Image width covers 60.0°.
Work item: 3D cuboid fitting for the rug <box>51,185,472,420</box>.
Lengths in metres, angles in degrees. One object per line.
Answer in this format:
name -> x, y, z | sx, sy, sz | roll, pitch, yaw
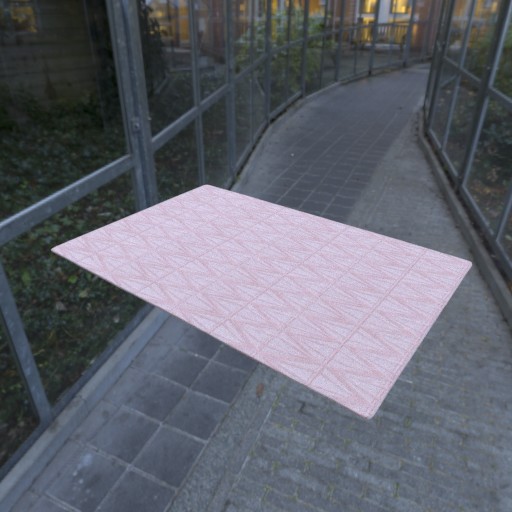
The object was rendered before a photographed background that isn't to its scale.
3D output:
rug -> 0.000, 0.000, 2.994 | 2.390, 0.015, 1.609 | 21, 36, 32
